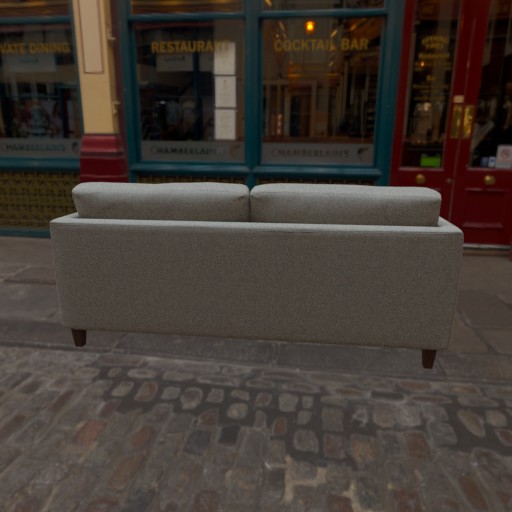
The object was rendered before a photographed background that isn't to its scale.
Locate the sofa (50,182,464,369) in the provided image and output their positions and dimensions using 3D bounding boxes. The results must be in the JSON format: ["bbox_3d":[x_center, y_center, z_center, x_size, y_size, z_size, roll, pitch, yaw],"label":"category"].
[{"bbox_3d":[0.000,0.000,2.811,2.208,0.963,0.956,2,15,7],"label":"sofa"}]
